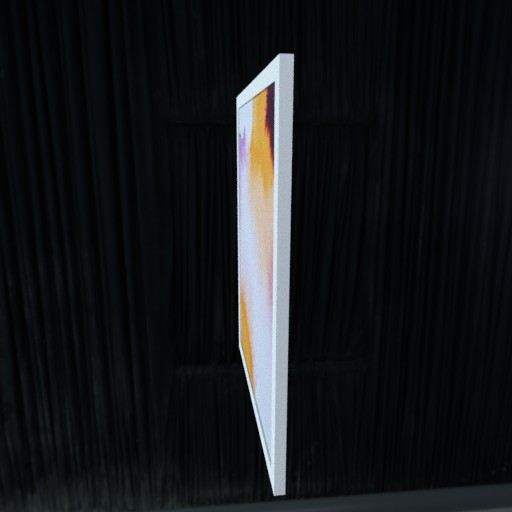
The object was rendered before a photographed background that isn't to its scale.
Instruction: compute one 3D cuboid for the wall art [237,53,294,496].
[{"bbox_3d":[0.000,0.000,0.622,0.013,0.456,0.382,-2,14,-8],"label":"wall art"}]
